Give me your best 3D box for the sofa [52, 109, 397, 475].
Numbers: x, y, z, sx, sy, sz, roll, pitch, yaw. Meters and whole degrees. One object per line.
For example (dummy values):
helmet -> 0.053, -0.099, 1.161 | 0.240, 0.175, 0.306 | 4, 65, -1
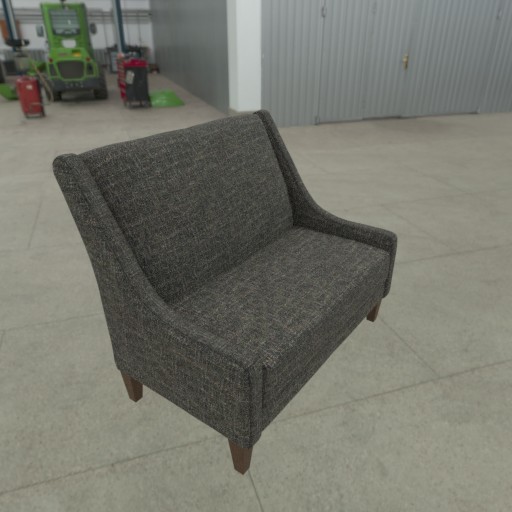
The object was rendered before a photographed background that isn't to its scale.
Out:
sofa -> 0.000, 0.000, 1.940 | 0.870, 1.021, 1.242 | 19, 33, 32
